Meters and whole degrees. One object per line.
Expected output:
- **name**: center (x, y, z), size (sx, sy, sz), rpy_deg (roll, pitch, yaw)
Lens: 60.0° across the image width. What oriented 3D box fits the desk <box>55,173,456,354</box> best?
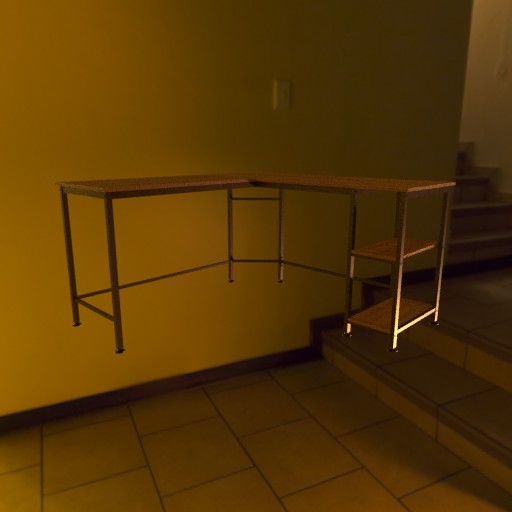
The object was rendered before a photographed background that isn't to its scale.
- **desk**: center (0.000, 0.000, 2.244), size (1.379, 0.739, 1.379), rpy_deg (13, 19, 43)
